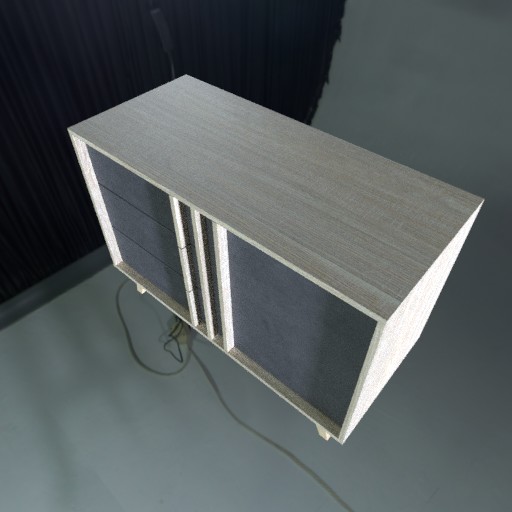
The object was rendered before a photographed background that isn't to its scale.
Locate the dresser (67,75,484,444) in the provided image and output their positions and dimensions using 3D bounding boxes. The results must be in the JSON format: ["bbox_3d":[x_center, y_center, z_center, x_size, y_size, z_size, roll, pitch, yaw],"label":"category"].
[{"bbox_3d":[0.000,0.000,1.532,1.110,0.780,0.500,32,54,27],"label":"dresser"}]
